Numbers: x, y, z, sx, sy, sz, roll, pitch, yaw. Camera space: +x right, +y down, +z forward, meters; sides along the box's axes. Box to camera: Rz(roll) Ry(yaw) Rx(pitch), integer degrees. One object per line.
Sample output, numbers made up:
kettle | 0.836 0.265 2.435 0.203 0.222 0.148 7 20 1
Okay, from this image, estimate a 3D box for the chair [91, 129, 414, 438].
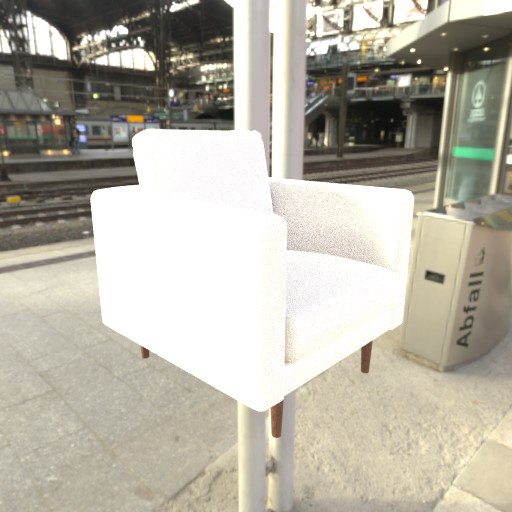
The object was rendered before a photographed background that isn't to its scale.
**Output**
chair | 0.000 0.000 1.631 0.879 0.899 0.831 14 21 42
